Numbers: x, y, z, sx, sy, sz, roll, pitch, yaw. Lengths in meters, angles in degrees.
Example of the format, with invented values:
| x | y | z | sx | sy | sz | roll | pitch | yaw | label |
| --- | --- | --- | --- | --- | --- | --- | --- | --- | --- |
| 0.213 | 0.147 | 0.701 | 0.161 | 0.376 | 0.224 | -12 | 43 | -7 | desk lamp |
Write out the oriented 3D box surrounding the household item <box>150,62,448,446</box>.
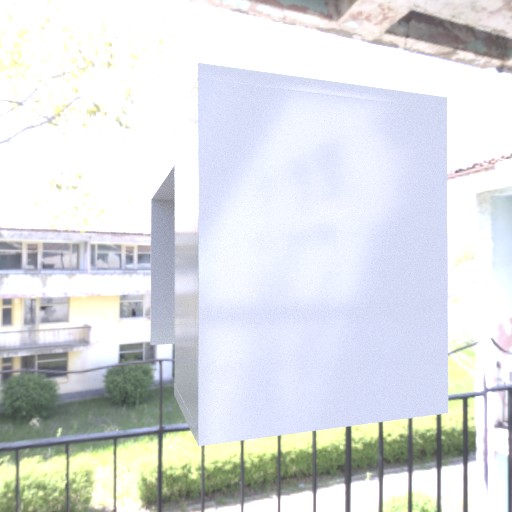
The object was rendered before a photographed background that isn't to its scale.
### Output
| x | y | z | sx | sy | sz | roll | pitch | yaw | label |
| --- | --- | --- | --- | --- | --- | --- | --- | --- | --- |
| 0.000 | 0.000 | 1.478 | 0.597 | 0.749 | 1.100 | 0 | 0 | -18 | household item |
